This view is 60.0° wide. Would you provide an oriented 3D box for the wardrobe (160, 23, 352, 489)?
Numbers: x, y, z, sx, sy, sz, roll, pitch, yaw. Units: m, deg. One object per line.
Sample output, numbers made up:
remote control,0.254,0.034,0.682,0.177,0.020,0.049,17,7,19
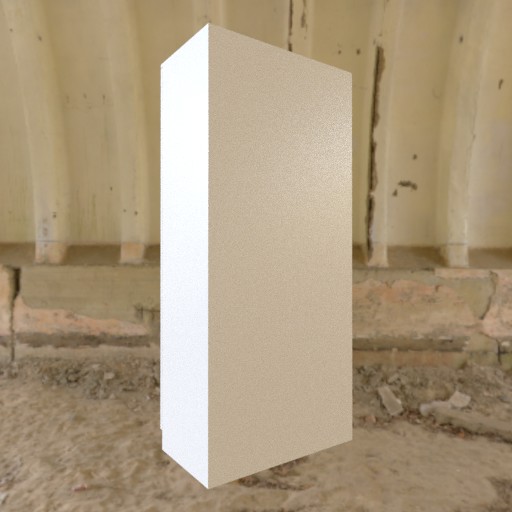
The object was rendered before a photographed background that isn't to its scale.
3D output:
wardrobe,0.000,0.000,2.026,0.760,1.700,0.470,0,0,-35
